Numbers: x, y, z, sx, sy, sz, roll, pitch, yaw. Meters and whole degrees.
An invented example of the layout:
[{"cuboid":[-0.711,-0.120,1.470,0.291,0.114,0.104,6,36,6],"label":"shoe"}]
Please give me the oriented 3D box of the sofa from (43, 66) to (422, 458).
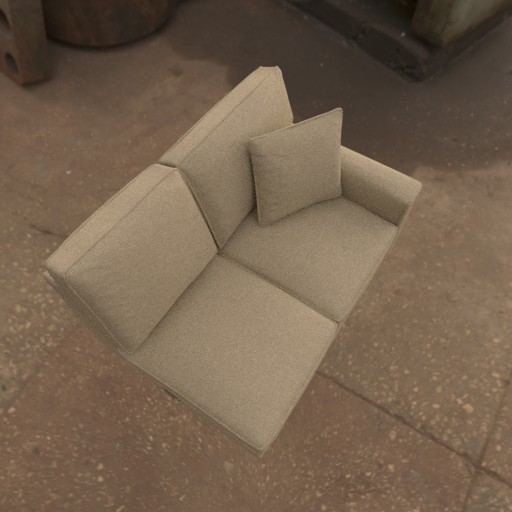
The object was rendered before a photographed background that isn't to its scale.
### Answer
[{"cuboid":[0.000,0.000,2.038,0.991,0.989,1.388,30,64,17],"label":"sofa"}]
